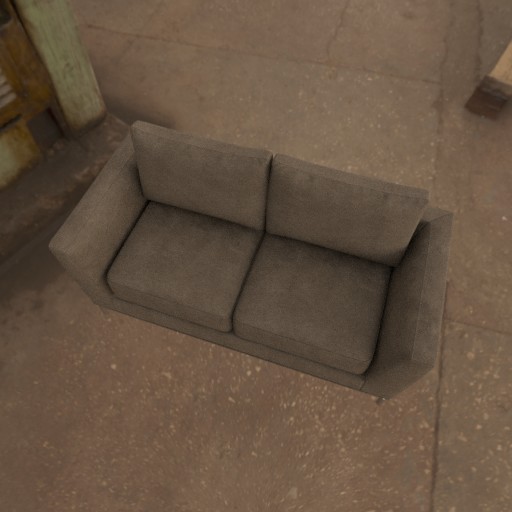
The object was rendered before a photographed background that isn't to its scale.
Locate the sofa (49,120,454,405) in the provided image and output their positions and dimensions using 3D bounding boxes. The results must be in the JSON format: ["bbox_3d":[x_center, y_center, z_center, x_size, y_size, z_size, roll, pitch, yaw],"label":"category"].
[{"bbox_3d":[0.000,0.000,2.361,1.832,1.013,0.855,16,59,10],"label":"sofa"}]
